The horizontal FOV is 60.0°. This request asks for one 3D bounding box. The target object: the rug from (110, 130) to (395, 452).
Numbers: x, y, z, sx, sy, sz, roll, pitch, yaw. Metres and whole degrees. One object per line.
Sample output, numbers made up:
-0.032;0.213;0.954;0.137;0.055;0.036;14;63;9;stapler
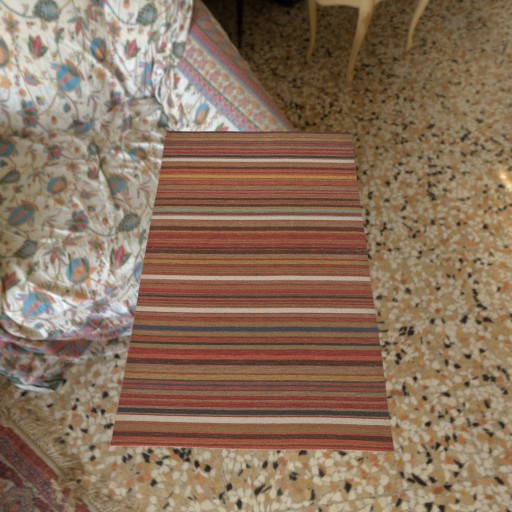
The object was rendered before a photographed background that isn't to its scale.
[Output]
0.000;0.000;3.011;1.523;0.008;2.438;1;58;1;rug
